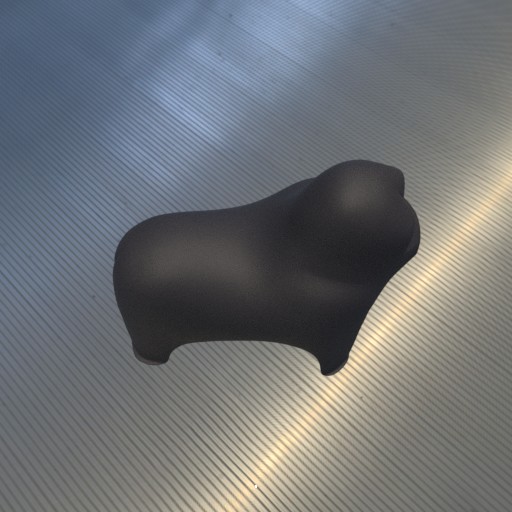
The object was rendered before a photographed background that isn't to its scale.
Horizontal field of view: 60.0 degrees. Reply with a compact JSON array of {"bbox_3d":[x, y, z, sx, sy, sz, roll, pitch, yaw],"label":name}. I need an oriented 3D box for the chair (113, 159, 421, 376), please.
[{"bbox_3d":[0.000,0.000,1.126,0.758,0.600,0.490,-2,63,-1],"label":"chair"}]
